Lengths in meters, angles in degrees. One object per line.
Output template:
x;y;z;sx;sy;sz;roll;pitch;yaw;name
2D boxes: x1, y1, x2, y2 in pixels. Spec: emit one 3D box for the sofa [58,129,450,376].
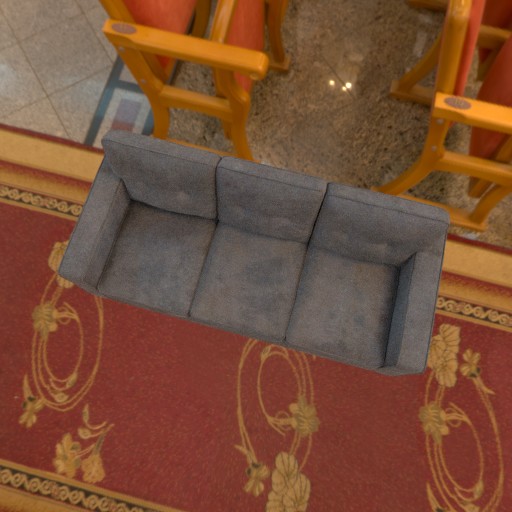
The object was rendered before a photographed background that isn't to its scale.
0.000;0.000;2.722;2.133;0.965;0.939;14;74;4;sofa
